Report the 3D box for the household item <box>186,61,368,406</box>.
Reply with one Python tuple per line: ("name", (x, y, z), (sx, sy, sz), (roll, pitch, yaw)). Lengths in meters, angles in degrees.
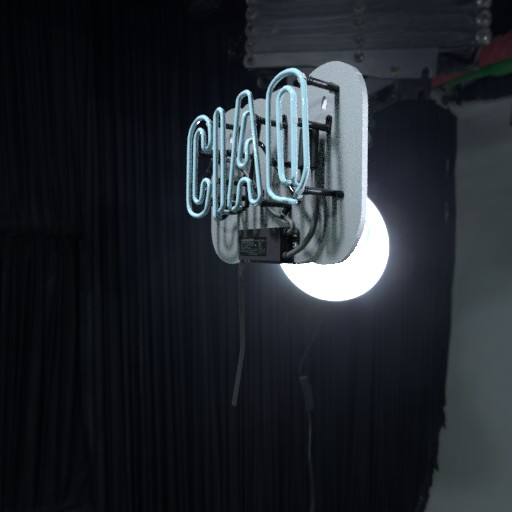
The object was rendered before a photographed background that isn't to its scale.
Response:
("household item", (0.000, 0.000, 0.386), (0.042, 0.294, 0.211), (-1, 1, -35))
